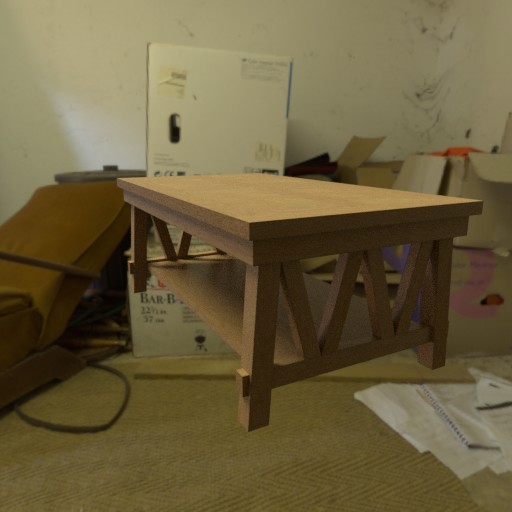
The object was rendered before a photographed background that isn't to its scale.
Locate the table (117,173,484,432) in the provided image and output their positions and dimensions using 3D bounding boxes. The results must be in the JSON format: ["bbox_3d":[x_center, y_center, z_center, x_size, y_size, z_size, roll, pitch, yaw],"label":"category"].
[{"bbox_3d":[0.000,0.000,1.636,0.711,0.507,1.270,-8,16,-27],"label":"table"}]
